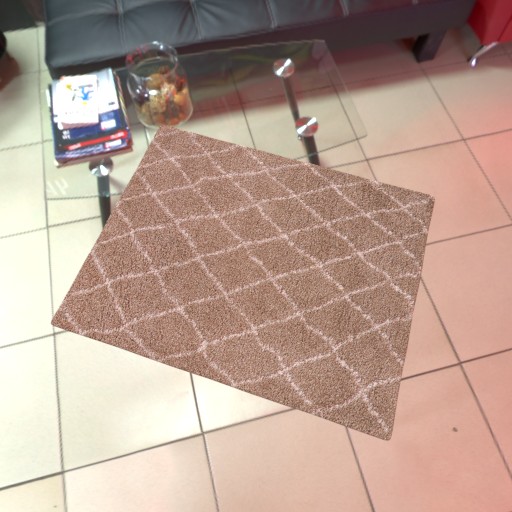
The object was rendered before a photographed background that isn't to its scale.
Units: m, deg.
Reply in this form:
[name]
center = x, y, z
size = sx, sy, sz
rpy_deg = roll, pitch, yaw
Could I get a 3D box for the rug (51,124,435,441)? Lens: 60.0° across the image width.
[rug]
center = 0.000, 0.000, 4.224
size = 3.047, 0.029, 2.438
rpy_deg = 17, 65, 8
